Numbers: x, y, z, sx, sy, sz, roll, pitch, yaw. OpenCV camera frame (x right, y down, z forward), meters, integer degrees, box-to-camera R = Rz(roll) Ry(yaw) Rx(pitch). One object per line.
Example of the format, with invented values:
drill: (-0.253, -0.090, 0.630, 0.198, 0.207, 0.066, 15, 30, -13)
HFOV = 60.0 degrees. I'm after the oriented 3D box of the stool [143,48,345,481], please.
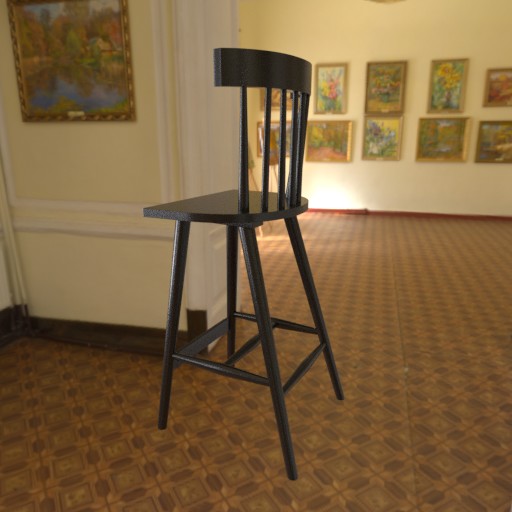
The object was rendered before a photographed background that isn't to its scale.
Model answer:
stool: (0.000, 0.000, 1.349, 0.483, 1.092, 0.482, 8, 17, 27)
